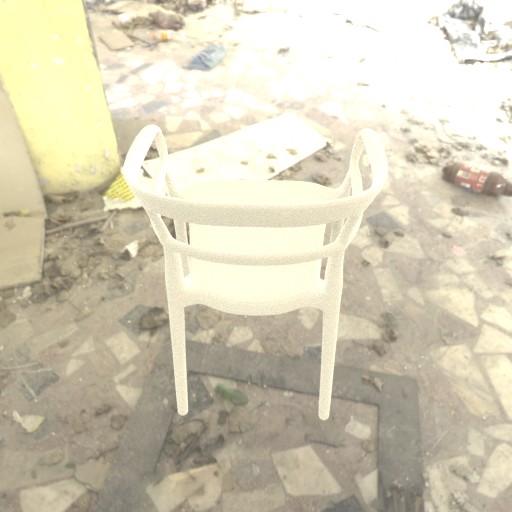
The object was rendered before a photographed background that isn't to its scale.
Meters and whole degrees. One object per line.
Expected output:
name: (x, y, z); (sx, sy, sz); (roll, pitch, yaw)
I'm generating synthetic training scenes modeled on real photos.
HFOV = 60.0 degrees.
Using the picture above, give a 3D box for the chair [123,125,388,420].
chair: (0.000, 0.000, 1.118); (0.559, 0.761, 0.527); (1, 46, 1)
